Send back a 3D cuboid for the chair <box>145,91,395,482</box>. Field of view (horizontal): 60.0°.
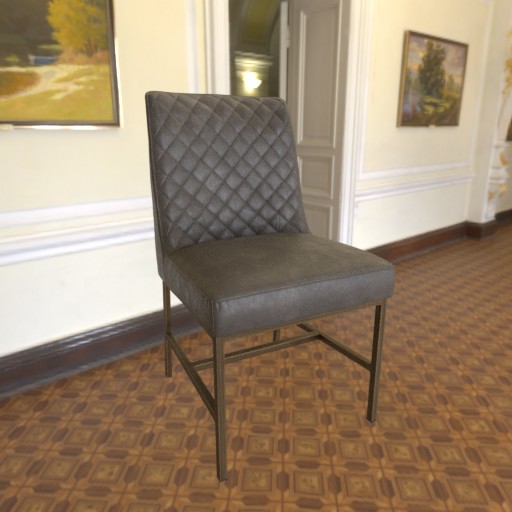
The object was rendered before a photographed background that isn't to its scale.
[{"bbox_3d":[0.000,0.000,1.241,0.508,0.889,0.587,-8,18,-27],"label":"chair"}]
